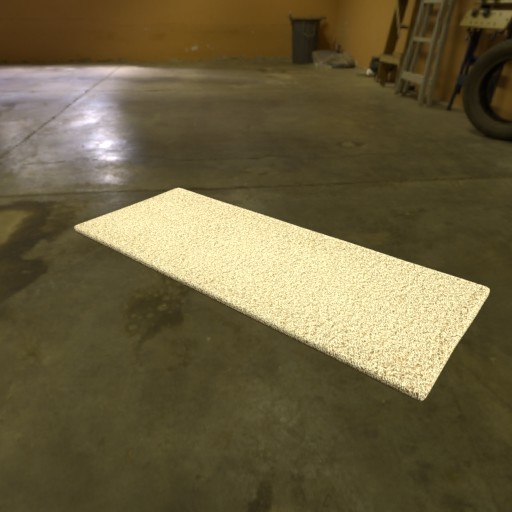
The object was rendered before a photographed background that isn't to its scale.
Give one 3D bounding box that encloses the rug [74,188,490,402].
[{"bbox_3d":[0.000,0.000,1.691,1.524,0.030,0.609,21,36,33],"label":"rug"}]
